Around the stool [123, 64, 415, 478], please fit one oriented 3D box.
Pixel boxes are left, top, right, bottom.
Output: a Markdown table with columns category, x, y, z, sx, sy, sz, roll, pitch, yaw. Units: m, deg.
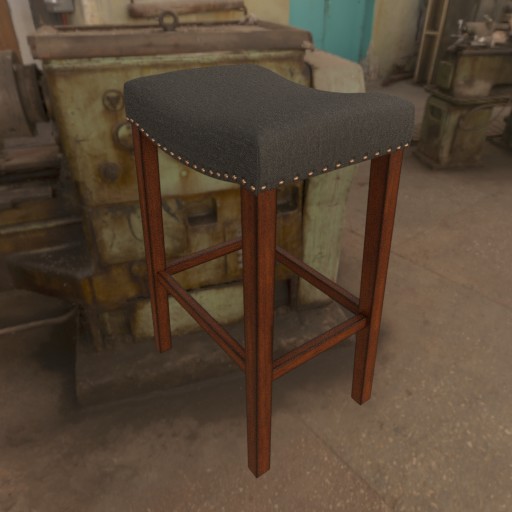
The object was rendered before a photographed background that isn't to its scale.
| category | x | y | z | sx | sy | sz | roll | pitch | yaw |
| --- | --- | --- | --- | --- | --- | --- | --- | --- | --- |
| stool | 0.000 | 0.000 | 1.025 | 0.366 | 0.760 | 0.502 | -21 | 38 | -30 |
